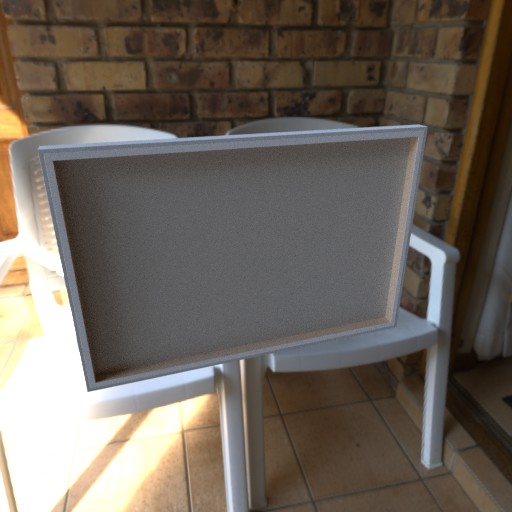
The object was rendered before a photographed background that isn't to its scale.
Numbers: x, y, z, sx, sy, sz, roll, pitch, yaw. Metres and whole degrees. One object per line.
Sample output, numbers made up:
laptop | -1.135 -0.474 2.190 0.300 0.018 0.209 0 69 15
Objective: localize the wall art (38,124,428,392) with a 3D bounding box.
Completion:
wall art | 0.000 0.000 1.145 0.915 0.610 0.038 -8 26 -17
